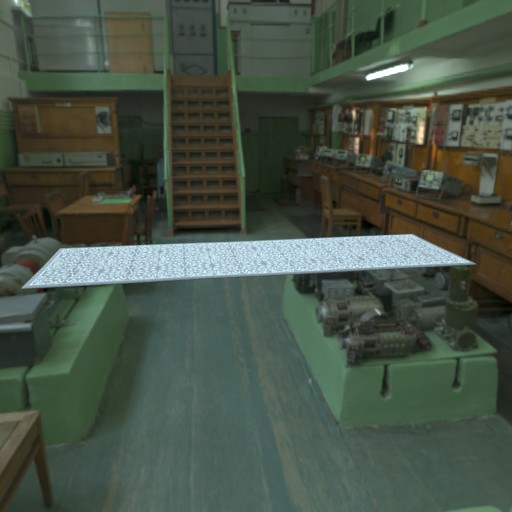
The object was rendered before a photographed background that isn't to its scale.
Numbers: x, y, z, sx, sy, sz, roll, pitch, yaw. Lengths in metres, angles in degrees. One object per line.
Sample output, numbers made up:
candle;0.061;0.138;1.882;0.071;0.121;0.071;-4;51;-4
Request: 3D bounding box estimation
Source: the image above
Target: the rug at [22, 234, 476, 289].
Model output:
rug;0.000;0.000;2.428;2.196;0.011;0.662;-3;17;-9
